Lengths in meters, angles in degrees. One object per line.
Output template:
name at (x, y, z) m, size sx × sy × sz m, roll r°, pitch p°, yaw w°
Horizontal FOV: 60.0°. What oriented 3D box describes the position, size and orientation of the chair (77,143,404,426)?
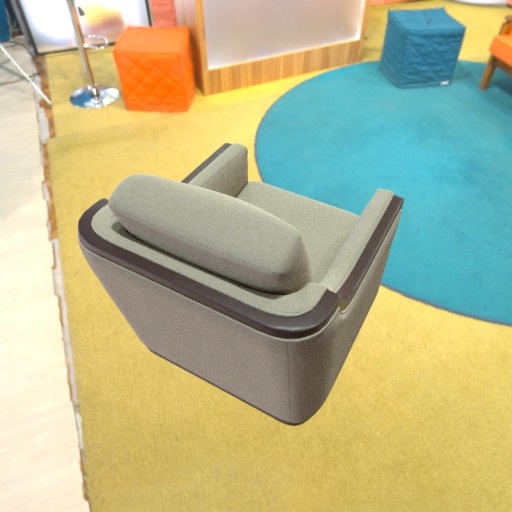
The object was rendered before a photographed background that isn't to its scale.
chair at (0.000, 0.000, 1.703) m, size 0.870 × 0.930 × 0.950 m, roll 22°, pitch 50°, yaw 20°
